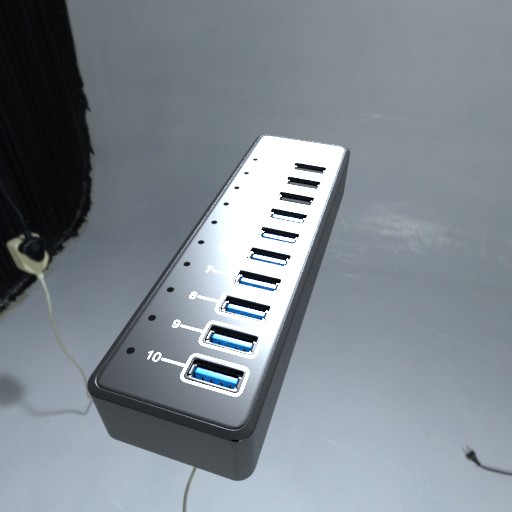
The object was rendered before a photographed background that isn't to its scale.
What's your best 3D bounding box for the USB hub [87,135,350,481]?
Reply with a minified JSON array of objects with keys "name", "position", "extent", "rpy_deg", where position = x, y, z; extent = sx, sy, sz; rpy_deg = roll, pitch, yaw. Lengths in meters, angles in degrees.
[{"name":"USB hub","position":[0.000,0.000,0.162],"extent":[0.044,0.023,0.145],"rpy_deg":[12,43,13]}]
